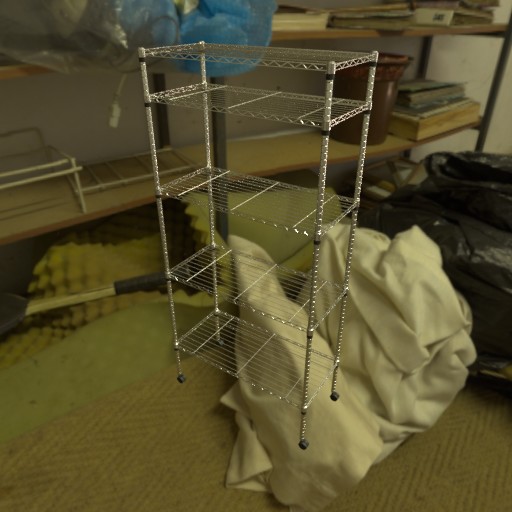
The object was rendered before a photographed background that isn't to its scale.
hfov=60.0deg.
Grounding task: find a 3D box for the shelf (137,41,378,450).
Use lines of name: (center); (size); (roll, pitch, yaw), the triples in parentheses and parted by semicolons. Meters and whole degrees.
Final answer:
shelf: (0.000, 0.000, 1.872); (0.762, 1.587, 0.356); (18, 35, 28)
